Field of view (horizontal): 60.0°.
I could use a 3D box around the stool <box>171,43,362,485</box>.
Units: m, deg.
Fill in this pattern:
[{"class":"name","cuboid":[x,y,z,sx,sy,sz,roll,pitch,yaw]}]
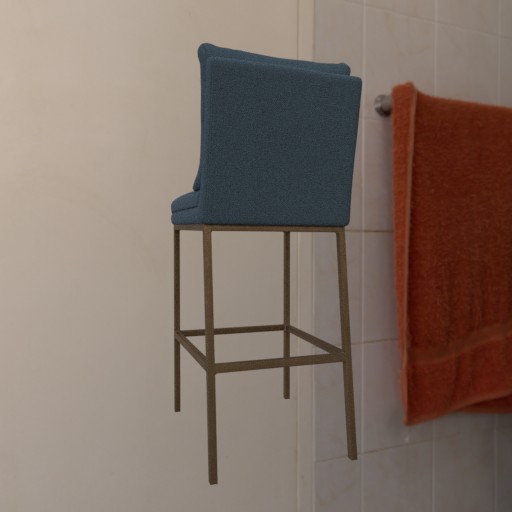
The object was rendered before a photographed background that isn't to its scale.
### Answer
[{"class":"stool","cuboid":[0.000,0.000,1.406,0.463,1.124,0.568,0,1,-18]}]
